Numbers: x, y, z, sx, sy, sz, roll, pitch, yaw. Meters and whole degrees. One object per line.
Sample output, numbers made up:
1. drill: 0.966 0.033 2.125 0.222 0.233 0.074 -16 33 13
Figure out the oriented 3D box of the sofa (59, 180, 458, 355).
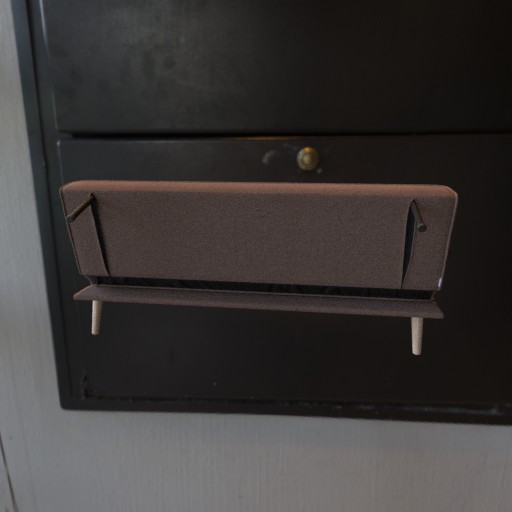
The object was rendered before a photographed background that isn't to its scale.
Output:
1. sofa: 0.000 0.000 2.362 1.820 0.810 1.038 2 15 8
